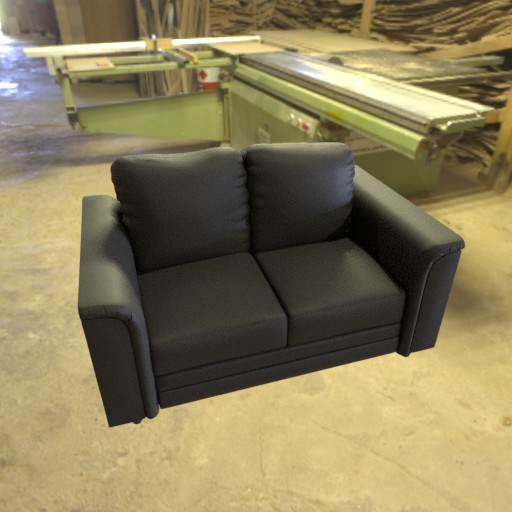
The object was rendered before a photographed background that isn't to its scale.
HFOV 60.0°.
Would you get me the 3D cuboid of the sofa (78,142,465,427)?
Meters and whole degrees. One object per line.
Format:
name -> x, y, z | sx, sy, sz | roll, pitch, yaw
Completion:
sofa -> 0.000, 0.000, 1.941 | 1.386, 0.845, 0.887 | -9, 33, -15
